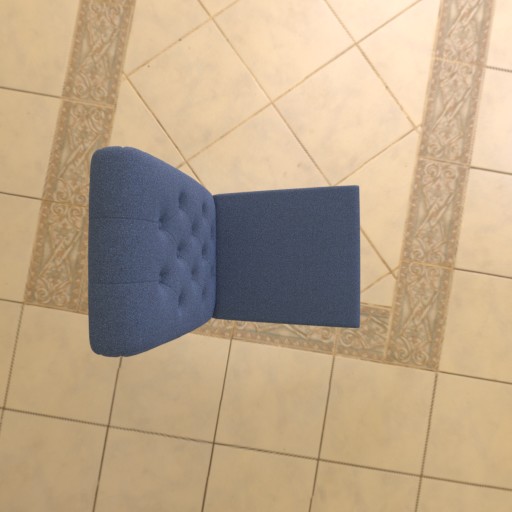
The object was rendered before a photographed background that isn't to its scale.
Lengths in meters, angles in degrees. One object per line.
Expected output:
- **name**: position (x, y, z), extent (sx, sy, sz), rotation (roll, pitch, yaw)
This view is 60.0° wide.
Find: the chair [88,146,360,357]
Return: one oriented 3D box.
- **chair**: position (0.000, 0.000, 1.330), extent (0.671, 1.006, 0.456), rotation (0, 89, -1)
